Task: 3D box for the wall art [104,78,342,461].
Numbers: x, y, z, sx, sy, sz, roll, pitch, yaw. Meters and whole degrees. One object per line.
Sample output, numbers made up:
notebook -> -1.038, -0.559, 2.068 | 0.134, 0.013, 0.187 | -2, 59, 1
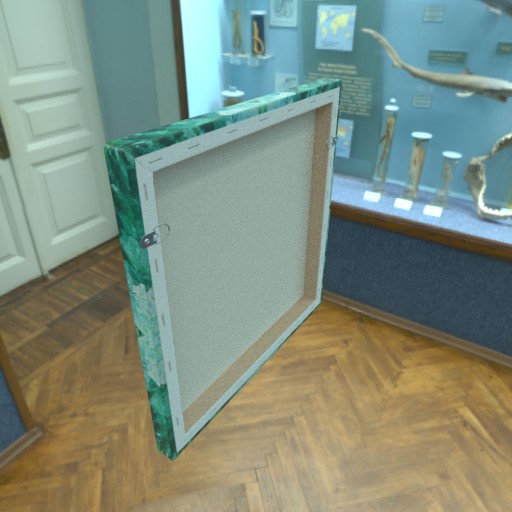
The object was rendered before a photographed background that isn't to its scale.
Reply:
wall art -> 0.000, 0.000, 0.761 | 0.038, 0.508, 0.507 | 20, 36, 29
